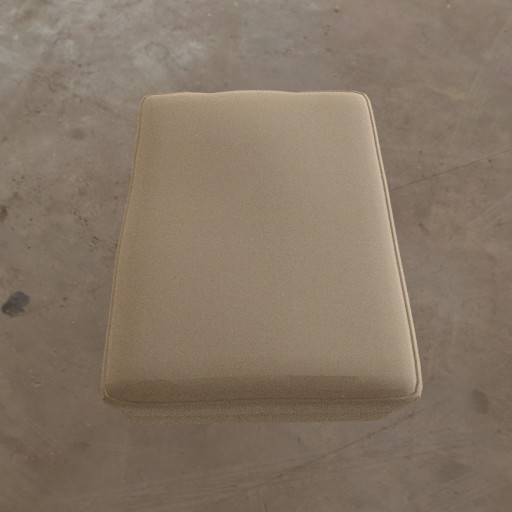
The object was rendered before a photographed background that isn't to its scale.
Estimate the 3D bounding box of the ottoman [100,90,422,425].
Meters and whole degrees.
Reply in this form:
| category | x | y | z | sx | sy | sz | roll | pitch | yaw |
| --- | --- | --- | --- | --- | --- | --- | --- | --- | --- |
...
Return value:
| category | x | y | z | sx | sy | sz | roll | pitch | yaw |
| --- | --- | --- | --- | --- | --- | --- | --- | --- | --- |
| ottoman | 0.000 | 0.000 | 1.168 | 0.634 | 0.485 | 0.818 | -1 | 63 | 0 |
